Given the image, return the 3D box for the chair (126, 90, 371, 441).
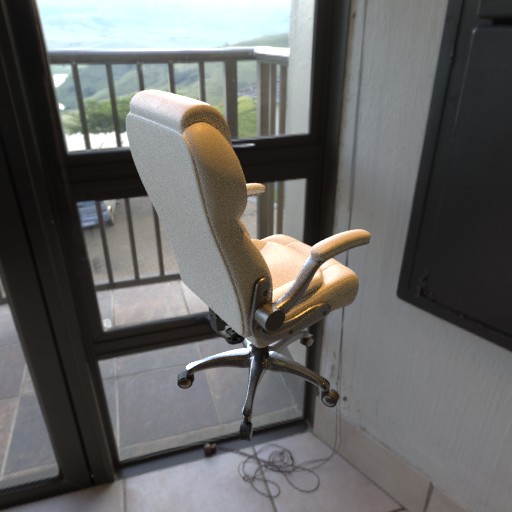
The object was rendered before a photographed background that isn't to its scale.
[{"bbox_3d":[0.000,0.000,1.850,0.806,1.330,0.755,-18,32,-31],"label":"chair"}]
